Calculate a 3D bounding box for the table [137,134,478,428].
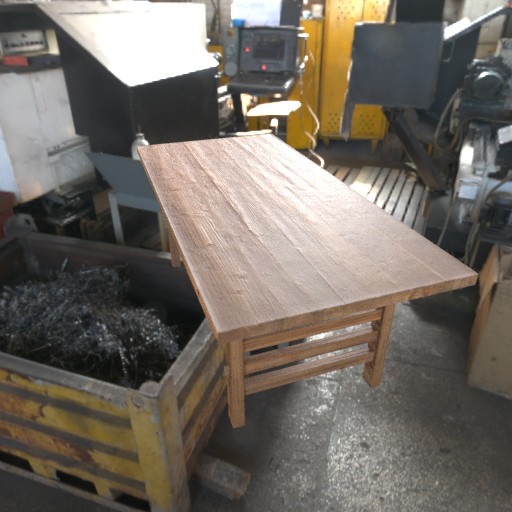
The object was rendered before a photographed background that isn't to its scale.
[{"bbox_3d":[0.000,0.000,2.428,0.952,0.760,2.003,-10,32,-17],"label":"table"}]
